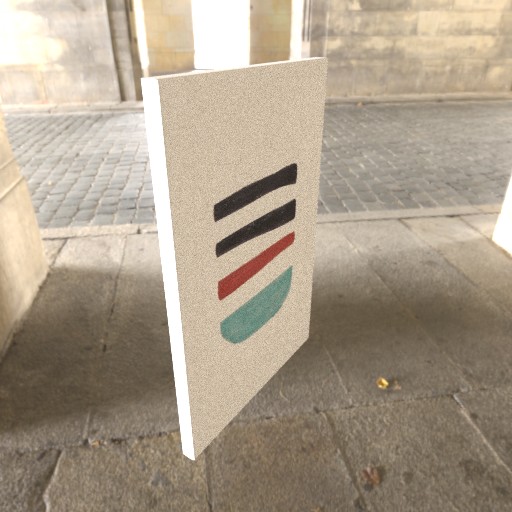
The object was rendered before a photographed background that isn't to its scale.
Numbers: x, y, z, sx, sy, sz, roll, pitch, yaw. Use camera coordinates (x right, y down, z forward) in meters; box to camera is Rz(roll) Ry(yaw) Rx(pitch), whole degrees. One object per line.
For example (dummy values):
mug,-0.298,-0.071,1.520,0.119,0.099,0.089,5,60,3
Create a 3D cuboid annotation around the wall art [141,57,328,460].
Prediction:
wall art,0.000,0.000,1.152,0.038,0.912,0.607,18,33,30
